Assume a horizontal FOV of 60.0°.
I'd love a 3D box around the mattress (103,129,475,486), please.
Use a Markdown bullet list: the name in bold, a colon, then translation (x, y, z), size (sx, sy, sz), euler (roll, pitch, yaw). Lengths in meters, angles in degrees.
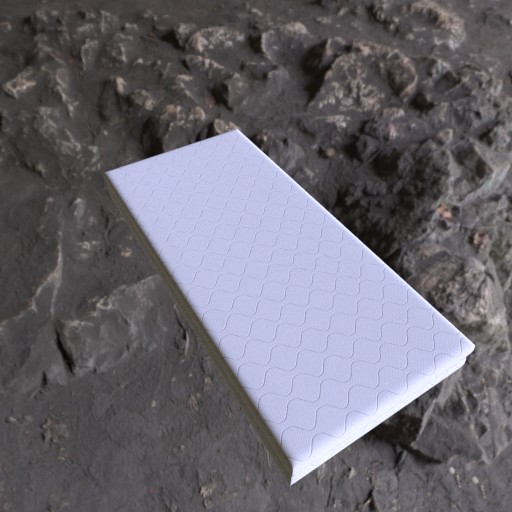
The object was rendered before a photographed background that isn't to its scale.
- **mattress**: translation (0.000, 0.000, 2.220), size (0.900, 0.200, 1.900), euler (-24, 52, -21)
